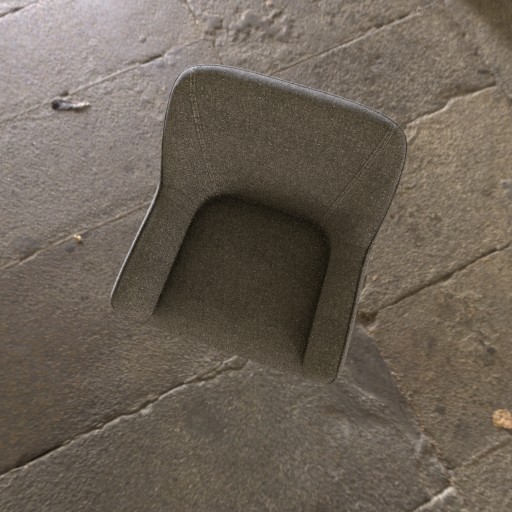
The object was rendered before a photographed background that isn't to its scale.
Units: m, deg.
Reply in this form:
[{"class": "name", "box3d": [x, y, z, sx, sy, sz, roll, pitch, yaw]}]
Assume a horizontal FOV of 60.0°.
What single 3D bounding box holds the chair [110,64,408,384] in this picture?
[{"class": "chair", "box3d": [0.000, 0.000, 1.175, 0.543, 0.803, 0.519, 18, 76, 5]}]
